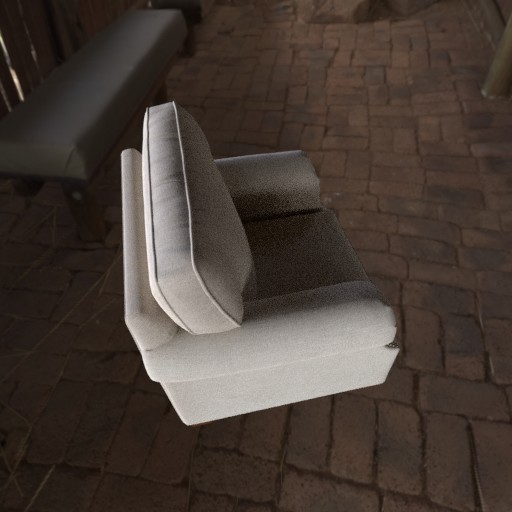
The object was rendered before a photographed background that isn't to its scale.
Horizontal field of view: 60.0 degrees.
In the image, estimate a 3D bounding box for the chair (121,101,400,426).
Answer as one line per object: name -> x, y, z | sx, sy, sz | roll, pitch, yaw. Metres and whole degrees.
chair -> 0.000, 0.000, 1.841 | 0.965, 0.961, 1.092 | -9, 46, -9
